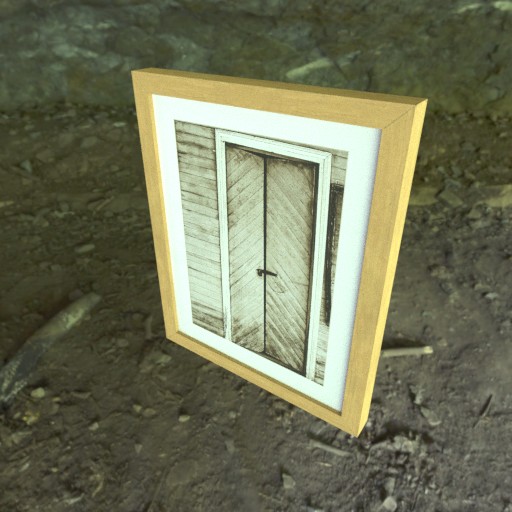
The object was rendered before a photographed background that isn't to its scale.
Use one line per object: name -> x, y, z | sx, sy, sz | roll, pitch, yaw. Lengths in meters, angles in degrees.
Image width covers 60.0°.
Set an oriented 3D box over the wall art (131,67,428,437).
wall art -> 0.000, 0.000, 0.515 | 0.312, 0.380, 0.030 | 19, 36, 29
